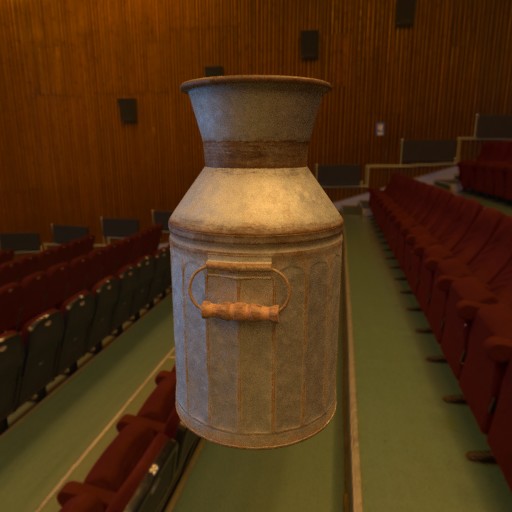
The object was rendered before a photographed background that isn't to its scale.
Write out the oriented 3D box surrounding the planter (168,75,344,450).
[{"bbox_3d":[0.000,0.000,0.549,0.214,0.396,0.245,2,14,9],"label":"planter"}]
